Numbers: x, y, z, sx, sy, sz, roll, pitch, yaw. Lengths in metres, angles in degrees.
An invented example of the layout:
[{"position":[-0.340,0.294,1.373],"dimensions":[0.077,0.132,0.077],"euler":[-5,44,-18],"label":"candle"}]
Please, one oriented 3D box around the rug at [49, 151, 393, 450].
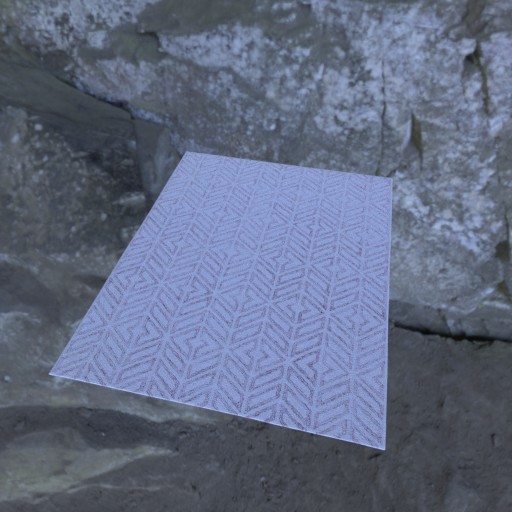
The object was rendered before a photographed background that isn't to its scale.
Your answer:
[{"position":[0.000,0.000,4.096],"dimensions":[2.421,0.008,3.045],"euler":[9,46,9],"label":"rug"}]
